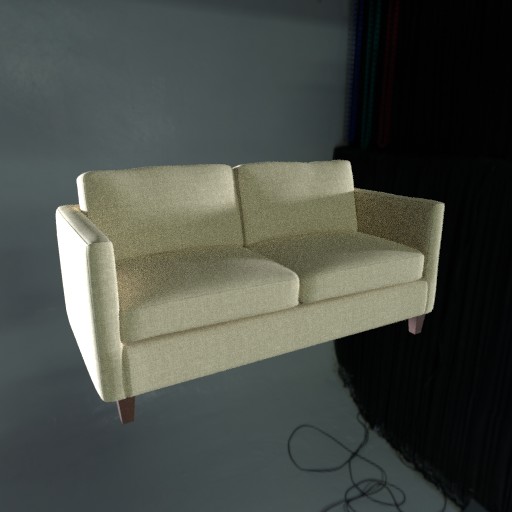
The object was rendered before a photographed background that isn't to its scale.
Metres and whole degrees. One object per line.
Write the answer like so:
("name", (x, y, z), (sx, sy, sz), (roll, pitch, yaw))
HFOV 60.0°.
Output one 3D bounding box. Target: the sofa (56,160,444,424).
("sofa", (0.000, 0.000, 2.411), (1.884, 0.963, 0.950), (-9, 18, -28))
